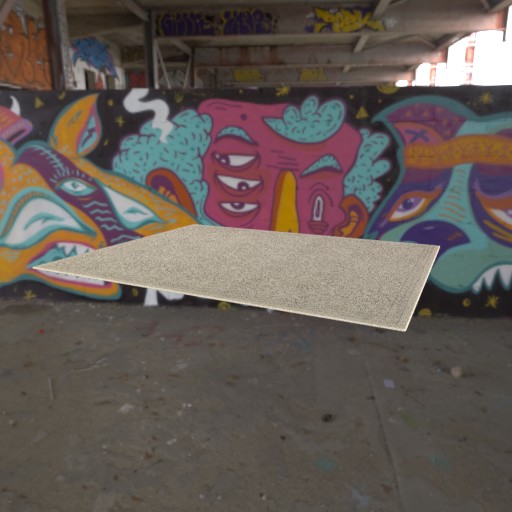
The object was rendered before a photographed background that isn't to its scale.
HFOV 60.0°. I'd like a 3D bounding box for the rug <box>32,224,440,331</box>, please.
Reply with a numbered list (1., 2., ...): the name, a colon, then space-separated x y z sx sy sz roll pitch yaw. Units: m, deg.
1. rug: 0.000 0.000 4.180 3.050 0.015 2.441 7 15 25
